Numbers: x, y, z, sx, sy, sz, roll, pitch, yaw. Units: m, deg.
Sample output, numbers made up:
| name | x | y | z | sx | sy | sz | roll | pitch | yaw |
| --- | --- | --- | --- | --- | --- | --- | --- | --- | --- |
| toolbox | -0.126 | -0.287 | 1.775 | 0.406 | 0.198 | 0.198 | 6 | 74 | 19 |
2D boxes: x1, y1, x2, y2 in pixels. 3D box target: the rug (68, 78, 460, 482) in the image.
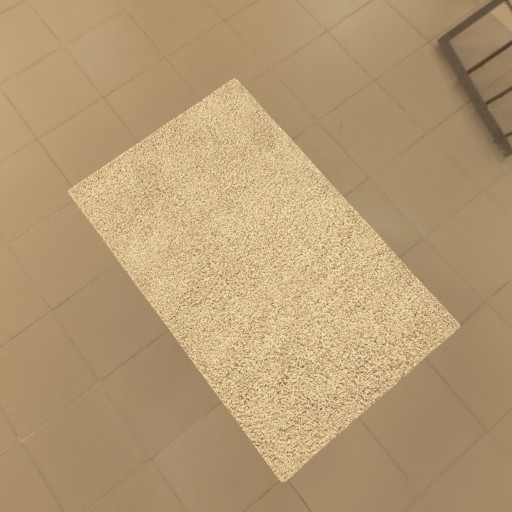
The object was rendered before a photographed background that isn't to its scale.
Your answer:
| name | x | y | z | sx | sy | sz | roll | pitch | yaw |
| --- | --- | --- | --- | --- | --- | --- | --- | --- | --- |
| rug | 0.000 | 0.000 | 3.053 | 1.524 | 0.030 | 2.438 | -37 | 78 | -9 |
